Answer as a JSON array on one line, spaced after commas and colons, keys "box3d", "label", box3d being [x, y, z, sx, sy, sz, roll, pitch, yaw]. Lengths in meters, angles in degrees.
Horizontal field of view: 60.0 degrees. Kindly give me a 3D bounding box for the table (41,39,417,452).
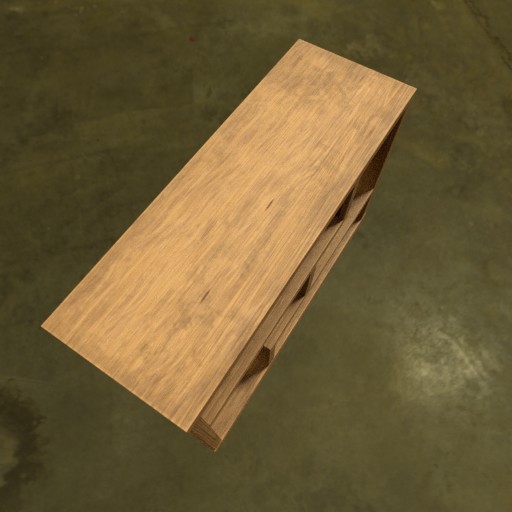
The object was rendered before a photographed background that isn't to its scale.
[{"box3d": [0.000, 0.000, 1.509, 0.410, 0.771, 1.151, 30, 67, 14], "label": "table"}]
